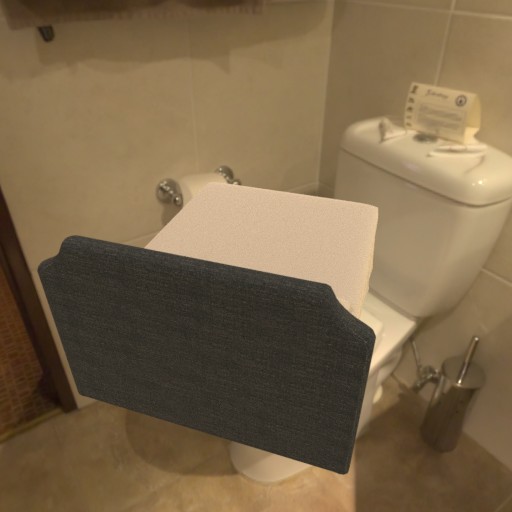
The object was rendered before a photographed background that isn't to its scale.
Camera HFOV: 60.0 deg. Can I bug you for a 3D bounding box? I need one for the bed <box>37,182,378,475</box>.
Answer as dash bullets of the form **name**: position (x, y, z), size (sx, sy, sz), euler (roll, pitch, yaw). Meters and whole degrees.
- **bed**: position (0.000, 0.000, 3.272), size (1.828, 1.297, 2.208), euler (11, 36, 15)
